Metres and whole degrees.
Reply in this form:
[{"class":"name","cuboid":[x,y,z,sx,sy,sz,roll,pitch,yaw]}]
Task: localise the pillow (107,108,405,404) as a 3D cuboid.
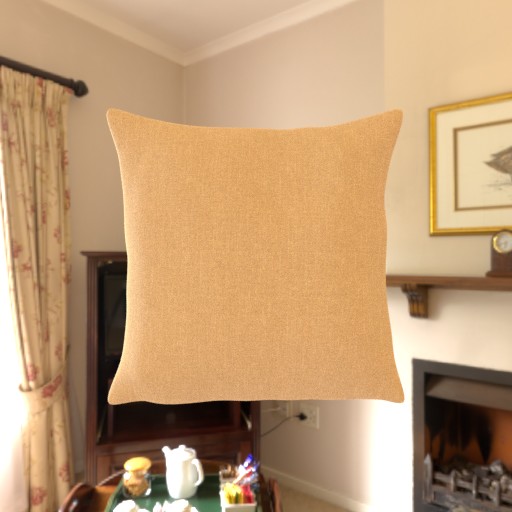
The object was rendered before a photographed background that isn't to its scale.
[{"class":"pillow","cuboid":[0.000,0.000,0.654,0.436,0.432,0.138,0,-1,-1]}]
